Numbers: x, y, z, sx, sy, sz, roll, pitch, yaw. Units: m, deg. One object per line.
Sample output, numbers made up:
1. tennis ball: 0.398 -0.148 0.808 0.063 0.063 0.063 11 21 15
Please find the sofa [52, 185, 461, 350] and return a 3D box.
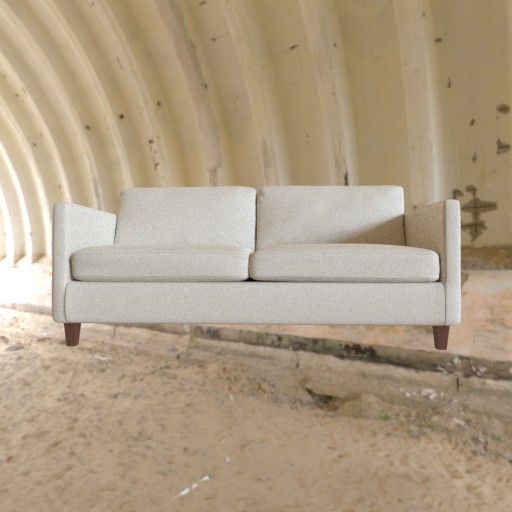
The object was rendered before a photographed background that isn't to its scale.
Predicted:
1. sofa: 0.000 0.000 2.560 1.981 0.889 0.965 0 0 3
